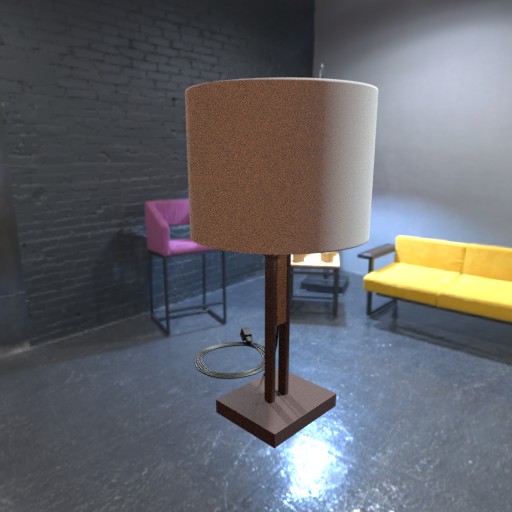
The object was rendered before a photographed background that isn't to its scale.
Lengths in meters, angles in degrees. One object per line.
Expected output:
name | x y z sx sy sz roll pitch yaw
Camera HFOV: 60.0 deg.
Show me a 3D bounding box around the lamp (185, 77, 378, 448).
lamp | 0.000 0.000 0.983 0.525 0.668 0.396 13 19 43
